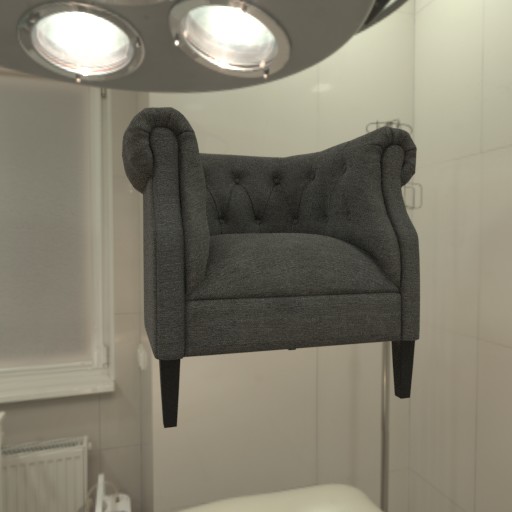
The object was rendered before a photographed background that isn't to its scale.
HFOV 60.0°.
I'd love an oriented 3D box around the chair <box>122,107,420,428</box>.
[{"bbox_3d":[0.000,0.000,1.569,0.905,0.827,0.852,-1,2,-17],"label":"chair"}]
